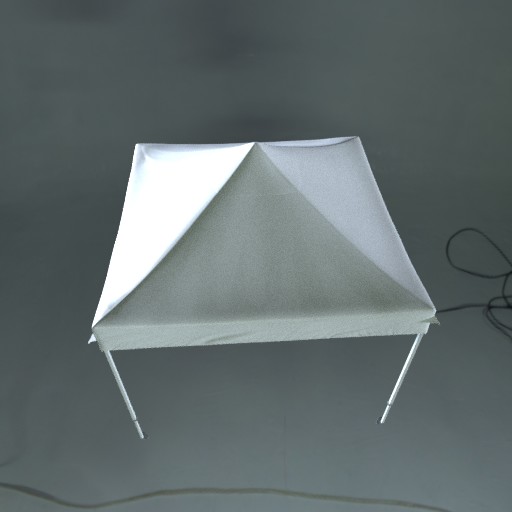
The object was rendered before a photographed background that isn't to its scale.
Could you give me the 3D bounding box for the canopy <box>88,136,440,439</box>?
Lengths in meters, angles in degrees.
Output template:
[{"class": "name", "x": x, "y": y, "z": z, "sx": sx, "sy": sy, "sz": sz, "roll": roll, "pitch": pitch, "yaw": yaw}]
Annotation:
[{"class": "canopy", "x": 0.000, "y": 0.000, "z": 5.210, "sx": 2.996, "sy": 2.998, "sz": 2.994, "roll": -3, "pitch": 45, "yaw": -3}]
